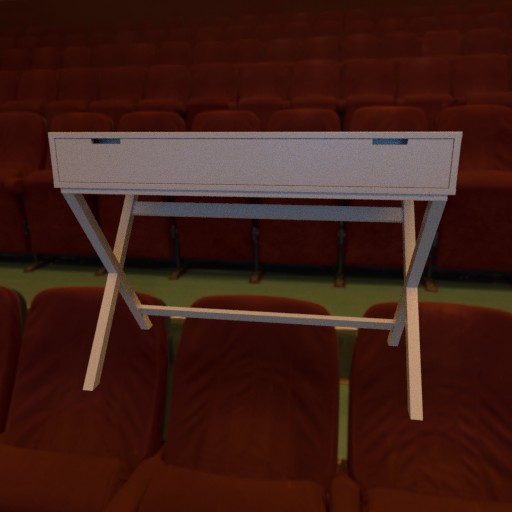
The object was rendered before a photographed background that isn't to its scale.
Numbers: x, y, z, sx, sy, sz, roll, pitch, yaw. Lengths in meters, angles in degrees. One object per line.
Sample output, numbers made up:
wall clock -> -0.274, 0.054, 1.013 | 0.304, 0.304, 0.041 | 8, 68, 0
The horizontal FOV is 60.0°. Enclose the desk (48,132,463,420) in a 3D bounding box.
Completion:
desk -> 0.000, 0.000, 1.458 | 1.059, 0.780, 0.509 | 2, 15, 9
